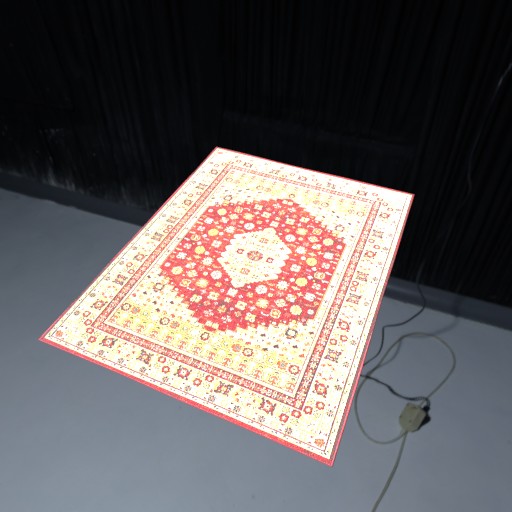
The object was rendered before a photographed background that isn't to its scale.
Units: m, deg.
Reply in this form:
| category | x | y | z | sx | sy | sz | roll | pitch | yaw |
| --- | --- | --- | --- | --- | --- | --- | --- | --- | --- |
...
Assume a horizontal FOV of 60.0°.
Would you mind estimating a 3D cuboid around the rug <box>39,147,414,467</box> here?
| category | x | y | z | sx | sy | sz | roll | pitch | yaw |
| --- | --- | --- | --- | --- | --- | --- | --- | --- | --- |
| rug | 0.000 | 0.000 | 4.117 | 2.387 | 0.013 | 3.053 | 17 | 48 | 16 |
